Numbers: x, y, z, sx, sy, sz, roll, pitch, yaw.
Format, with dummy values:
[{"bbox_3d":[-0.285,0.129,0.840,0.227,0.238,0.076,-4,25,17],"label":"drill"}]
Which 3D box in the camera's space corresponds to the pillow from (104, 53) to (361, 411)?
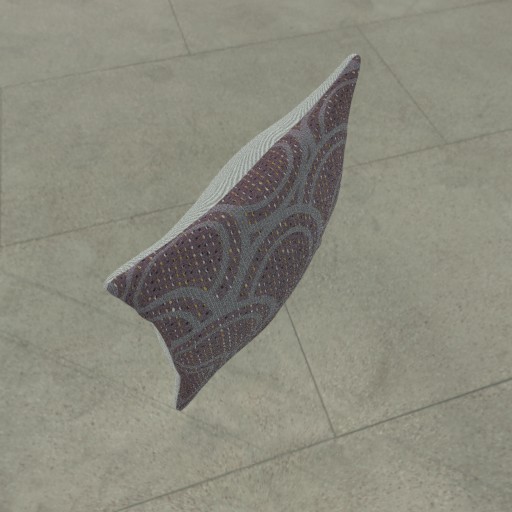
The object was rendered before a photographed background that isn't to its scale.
[{"bbox_3d":[0.000,0.000,0.783,0.163,0.513,0.514,33,63,19],"label":"pillow"}]
